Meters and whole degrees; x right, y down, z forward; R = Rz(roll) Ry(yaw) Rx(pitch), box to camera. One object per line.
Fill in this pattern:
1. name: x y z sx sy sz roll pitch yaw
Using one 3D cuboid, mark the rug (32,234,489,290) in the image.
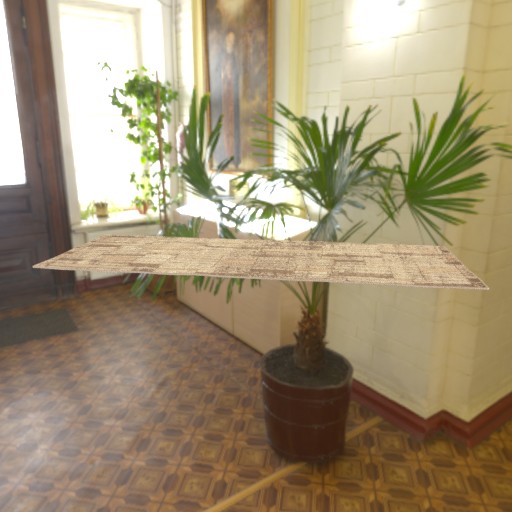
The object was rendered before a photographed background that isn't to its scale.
1. rug: 0.000 0.000 2.683 2.383 0.018 0.857 2 15 8
